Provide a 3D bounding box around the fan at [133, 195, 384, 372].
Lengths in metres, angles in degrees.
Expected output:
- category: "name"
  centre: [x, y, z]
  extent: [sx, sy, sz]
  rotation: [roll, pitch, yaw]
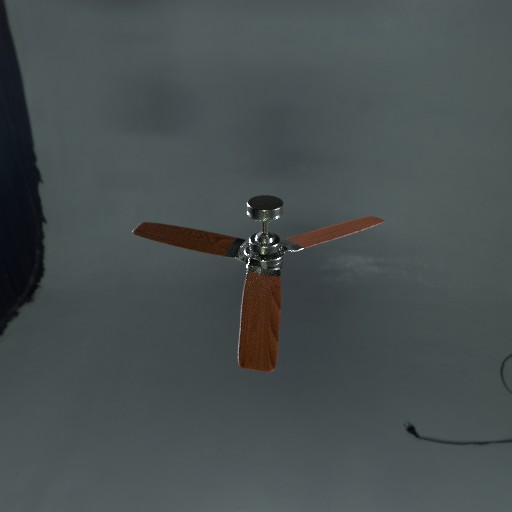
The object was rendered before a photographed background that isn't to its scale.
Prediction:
- category: "fan"
  centre: [0.000, 0.000, 2.074]
  extent: [1.416, 0.410, 1.271]
  rotation: [2, 32, 3]
